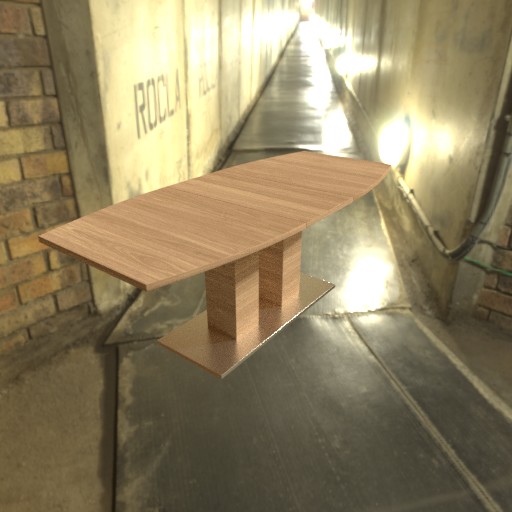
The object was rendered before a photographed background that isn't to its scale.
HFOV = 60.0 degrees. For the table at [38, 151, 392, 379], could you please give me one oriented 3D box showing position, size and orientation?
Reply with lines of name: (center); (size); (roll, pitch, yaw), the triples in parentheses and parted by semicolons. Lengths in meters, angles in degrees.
table: (0.000, 0.000, 2.500); (0.900, 0.750, 2.032); (18, 31, 33)
